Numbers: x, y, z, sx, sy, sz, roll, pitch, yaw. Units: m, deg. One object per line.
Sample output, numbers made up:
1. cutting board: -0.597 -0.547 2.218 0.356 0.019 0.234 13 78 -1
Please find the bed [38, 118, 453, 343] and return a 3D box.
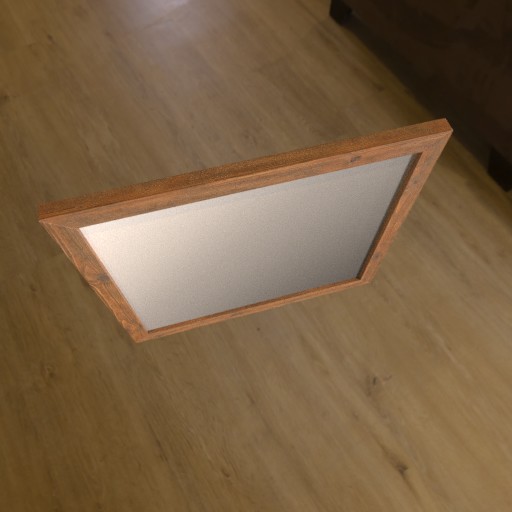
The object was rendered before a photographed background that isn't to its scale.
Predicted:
1. bed: 0.000 0.000 1.505 1.046 0.942 0.046 -14 63 -7
